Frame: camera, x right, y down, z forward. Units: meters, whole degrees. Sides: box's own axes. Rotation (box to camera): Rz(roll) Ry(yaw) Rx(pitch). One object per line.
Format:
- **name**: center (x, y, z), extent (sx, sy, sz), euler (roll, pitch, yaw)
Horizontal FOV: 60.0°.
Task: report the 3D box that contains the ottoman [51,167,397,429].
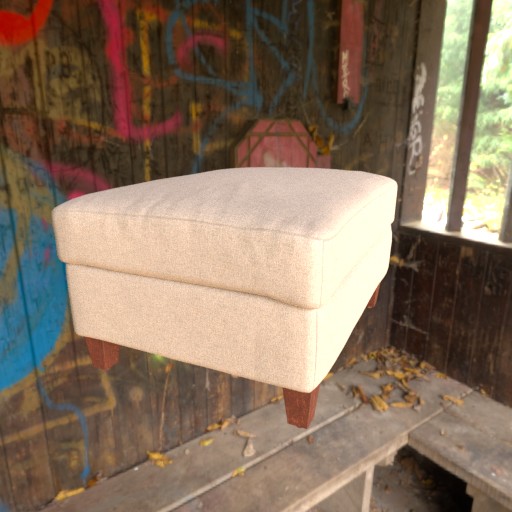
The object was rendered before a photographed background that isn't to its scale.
- **ottoman**: center (0.000, 0.000, 1.340), extent (0.692, 0.511, 0.902), euler (8, 18, 24)
